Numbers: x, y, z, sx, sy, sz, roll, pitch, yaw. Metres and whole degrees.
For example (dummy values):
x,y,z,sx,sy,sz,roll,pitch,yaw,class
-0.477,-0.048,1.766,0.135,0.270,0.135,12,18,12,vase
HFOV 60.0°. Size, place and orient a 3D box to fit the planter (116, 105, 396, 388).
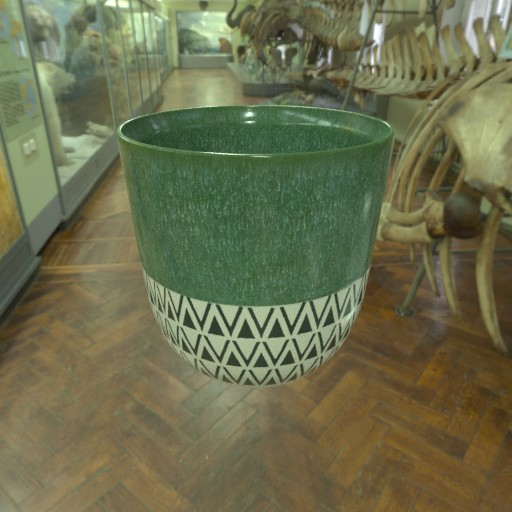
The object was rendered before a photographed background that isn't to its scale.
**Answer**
x,y,z,sx,sy,sz,roll,pitch,yaw,class
0.000,0.000,0.368,0.195,0.214,0.195,0,26,0,planter
